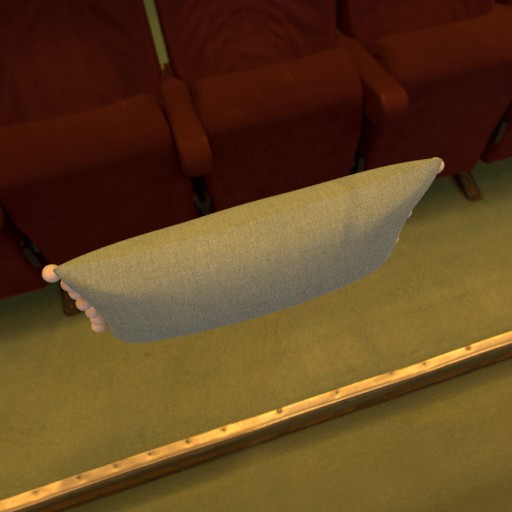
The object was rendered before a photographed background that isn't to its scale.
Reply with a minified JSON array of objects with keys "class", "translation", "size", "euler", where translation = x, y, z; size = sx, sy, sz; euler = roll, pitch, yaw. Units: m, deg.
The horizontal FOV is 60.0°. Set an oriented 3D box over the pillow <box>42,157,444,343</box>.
[{"class":"pillow","translation":[0.000,0.000,0.842],"size":[0.709,0.322,0.201],"euler":[-16,64,-8]}]
